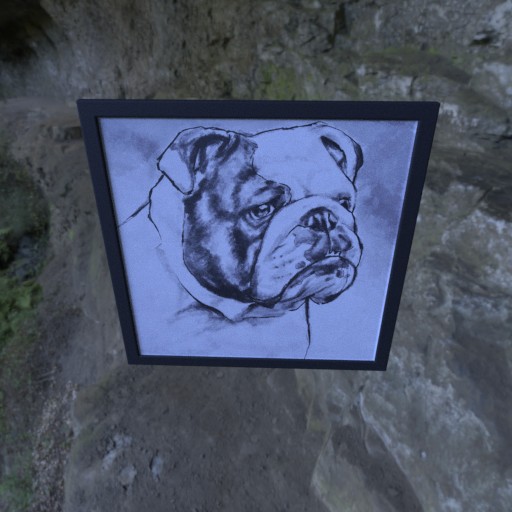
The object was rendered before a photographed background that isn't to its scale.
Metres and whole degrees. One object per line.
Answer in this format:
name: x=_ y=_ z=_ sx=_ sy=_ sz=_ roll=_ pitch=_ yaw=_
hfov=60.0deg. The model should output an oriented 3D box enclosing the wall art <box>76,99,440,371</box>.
wall art: x=0.000 y=0.000 z=0.829 sx=0.562 sy=0.558 sz=0.012 roll=1 pitch=30 yaw=2
